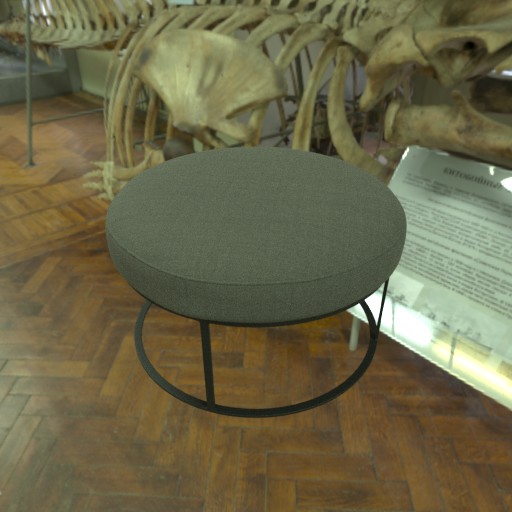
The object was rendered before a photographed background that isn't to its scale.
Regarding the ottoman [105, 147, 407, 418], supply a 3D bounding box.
[{"bbox_3d":[0.000,0.000,1.249,0.772,0.460,0.772,0,32,0],"label":"ottoman"}]
